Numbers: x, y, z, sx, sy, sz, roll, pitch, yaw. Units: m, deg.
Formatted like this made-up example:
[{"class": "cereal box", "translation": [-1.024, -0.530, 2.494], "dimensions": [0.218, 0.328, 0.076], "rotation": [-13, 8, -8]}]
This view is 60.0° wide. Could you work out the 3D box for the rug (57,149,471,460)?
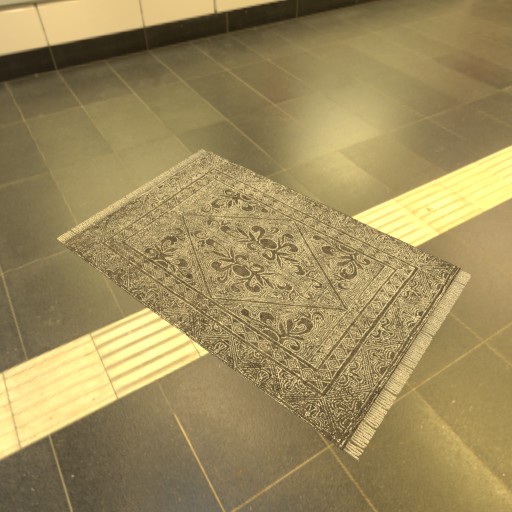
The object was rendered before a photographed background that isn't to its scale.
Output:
[{"class": "rug", "translation": [0.000, 0.000, 3.038], "dimensions": [2.440, 0.010, 1.529], "rotation": [30, 52, 26]}]
